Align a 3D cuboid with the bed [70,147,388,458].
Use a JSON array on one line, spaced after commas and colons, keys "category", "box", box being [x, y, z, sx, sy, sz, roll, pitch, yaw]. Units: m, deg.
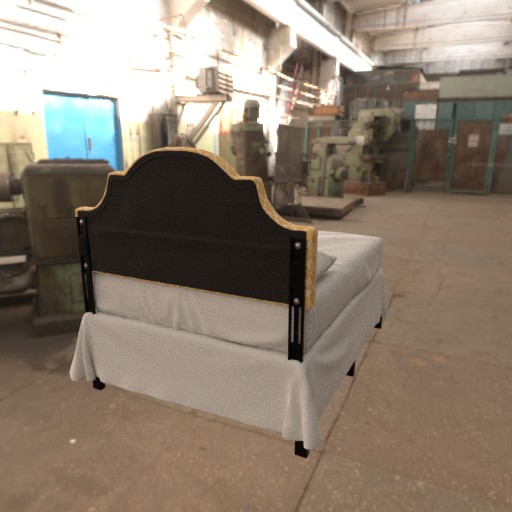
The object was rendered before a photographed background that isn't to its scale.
[{"category": "bed", "box": [0.000, 0.000, 3.384, 1.780, 1.633, 2.222, 7, 16, 26]}]
